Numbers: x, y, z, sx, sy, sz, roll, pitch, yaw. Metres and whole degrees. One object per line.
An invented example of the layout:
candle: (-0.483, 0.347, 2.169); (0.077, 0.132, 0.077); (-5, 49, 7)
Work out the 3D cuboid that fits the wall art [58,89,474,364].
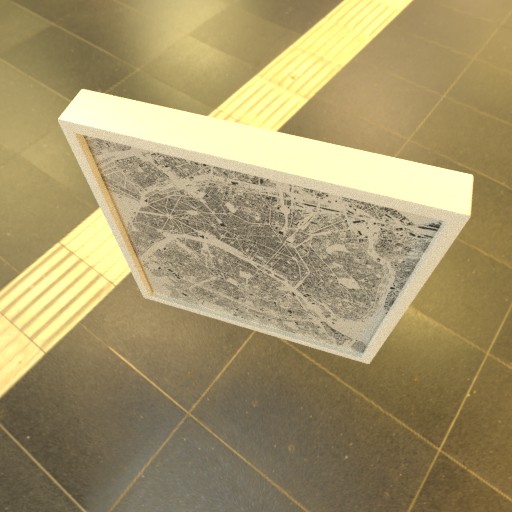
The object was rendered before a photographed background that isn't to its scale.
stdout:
wall art: (0.000, 0.000, 0.450); (0.305, 0.305, 0.038); (15, 60, 9)
